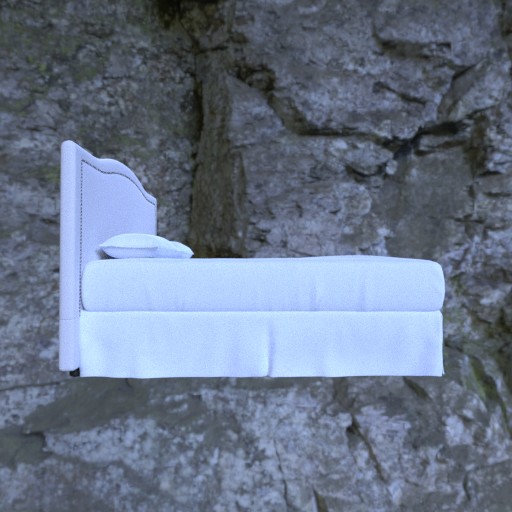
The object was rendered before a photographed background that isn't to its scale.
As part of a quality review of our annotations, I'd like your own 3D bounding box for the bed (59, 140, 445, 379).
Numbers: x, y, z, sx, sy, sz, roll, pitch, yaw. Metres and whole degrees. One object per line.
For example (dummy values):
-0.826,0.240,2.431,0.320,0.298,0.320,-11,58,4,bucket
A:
0.000,0.000,3.458,2.182,1.421,2.083,0,-1,0,bed
